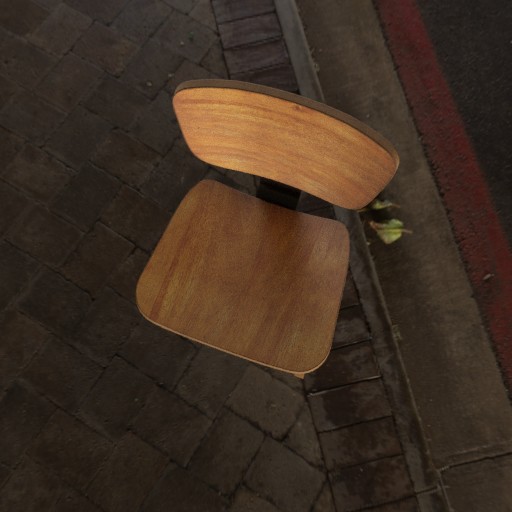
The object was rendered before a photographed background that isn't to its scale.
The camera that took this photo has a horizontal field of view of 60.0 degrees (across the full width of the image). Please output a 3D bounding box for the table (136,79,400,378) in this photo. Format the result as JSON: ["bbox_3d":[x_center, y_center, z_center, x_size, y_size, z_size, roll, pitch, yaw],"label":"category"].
[{"bbox_3d":[0.000,0.000,1.129,0.499,0.805,0.500,19,77,5],"label":"table"}]
